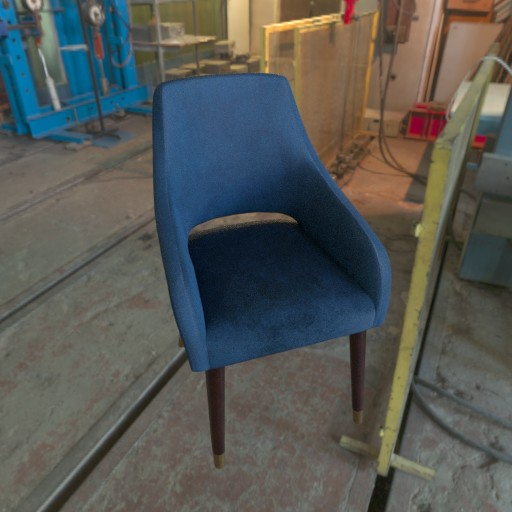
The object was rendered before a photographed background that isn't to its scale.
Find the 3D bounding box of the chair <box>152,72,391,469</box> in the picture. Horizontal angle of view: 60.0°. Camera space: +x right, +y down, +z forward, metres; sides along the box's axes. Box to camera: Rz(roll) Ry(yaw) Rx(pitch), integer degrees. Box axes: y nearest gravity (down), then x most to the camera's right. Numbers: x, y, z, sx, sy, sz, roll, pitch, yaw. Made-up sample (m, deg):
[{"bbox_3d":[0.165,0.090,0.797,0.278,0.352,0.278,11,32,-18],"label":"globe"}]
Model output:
[{"bbox_3d":[0.000,0.000,1.565,0.683,1.081,0.794,-11,34,-16],"label":"chair"}]
